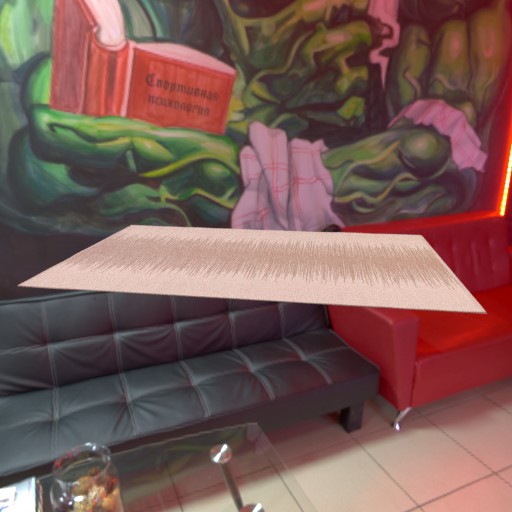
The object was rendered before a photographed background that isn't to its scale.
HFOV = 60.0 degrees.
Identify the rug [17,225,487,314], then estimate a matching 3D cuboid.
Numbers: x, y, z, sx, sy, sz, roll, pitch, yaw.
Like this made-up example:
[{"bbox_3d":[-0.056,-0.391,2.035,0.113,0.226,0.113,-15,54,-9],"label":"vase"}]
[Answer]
[{"bbox_3d":[0.000,0.000,2.989,2.440,0.012,1.522,3,17,8],"label":"rug"}]
